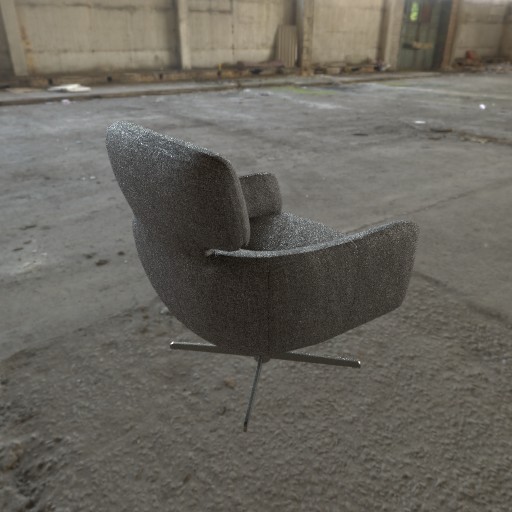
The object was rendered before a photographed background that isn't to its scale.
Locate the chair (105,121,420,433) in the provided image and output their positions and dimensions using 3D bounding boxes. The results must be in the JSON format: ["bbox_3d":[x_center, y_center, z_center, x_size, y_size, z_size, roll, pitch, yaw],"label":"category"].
[{"bbox_3d":[0.000,0.000,1.364,0.715,0.812,0.706,-17,31,-32],"label":"chair"}]
